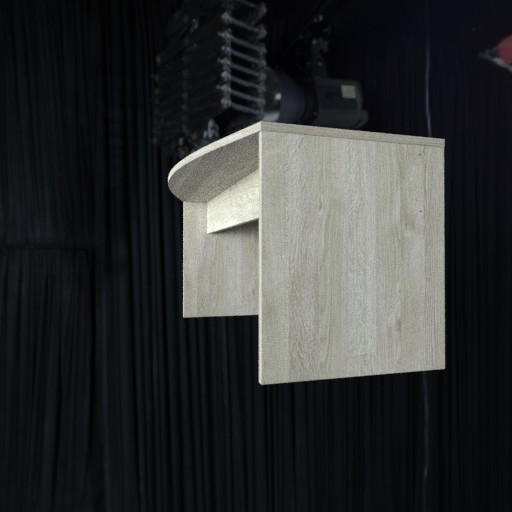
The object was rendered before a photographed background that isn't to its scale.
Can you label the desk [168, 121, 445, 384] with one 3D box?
[{"bbox_3d":[0.000,0.000,2.097,0.802,0.752,1.600,0,-1,-17],"label":"desk"}]
